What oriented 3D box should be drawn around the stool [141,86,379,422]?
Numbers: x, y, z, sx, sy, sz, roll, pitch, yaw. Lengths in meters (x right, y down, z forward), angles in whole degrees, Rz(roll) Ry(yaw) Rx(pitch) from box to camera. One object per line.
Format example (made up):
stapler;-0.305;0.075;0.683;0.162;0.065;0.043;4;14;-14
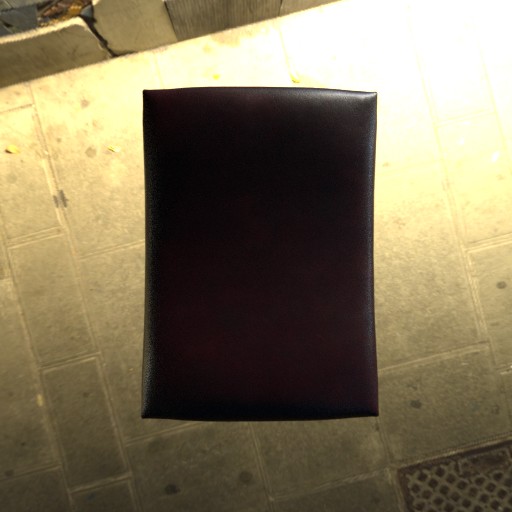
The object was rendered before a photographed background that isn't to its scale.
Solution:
stool;0.000;0.000;0.960;0.372;0.657;0.504;0;89;-1
